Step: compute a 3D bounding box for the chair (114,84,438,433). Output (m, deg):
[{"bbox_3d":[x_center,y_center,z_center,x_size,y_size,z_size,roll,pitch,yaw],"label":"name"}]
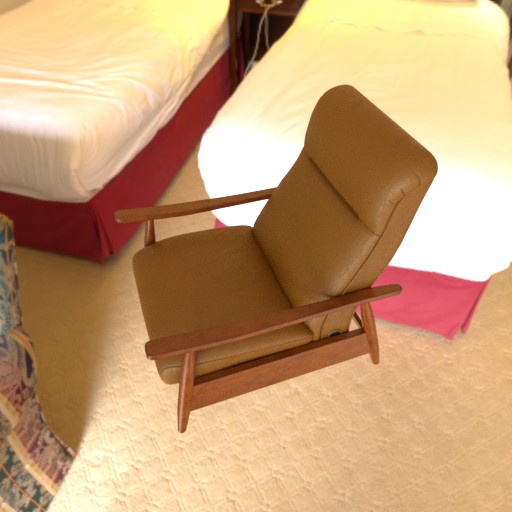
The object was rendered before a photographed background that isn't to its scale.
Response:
[{"bbox_3d":[0.000,0.000,1.822,1.014,1.082,0.762,-15,47,-14],"label":"chair"}]
